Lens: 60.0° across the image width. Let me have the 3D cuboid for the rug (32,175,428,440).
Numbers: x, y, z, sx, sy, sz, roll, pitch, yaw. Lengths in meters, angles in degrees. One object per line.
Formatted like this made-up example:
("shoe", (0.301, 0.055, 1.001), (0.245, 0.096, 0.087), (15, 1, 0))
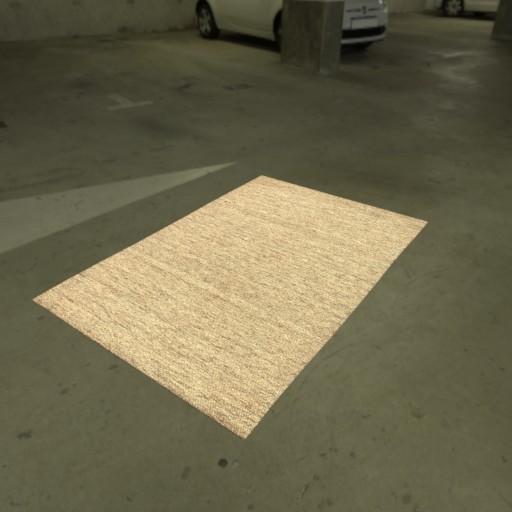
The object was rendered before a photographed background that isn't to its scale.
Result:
("rug", (0.000, 0.000, 2.950), (1.547, 0.013, 2.283), (22, 39, 30))
